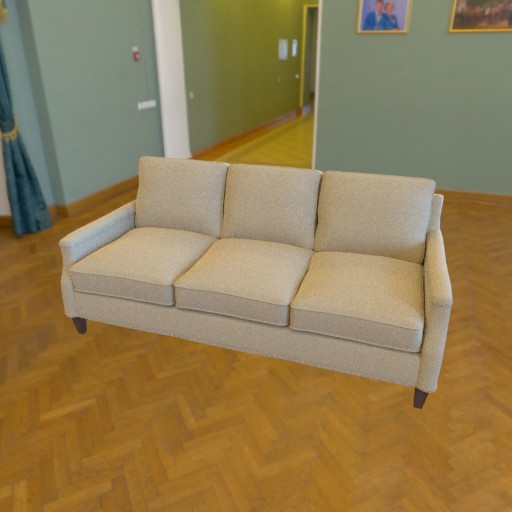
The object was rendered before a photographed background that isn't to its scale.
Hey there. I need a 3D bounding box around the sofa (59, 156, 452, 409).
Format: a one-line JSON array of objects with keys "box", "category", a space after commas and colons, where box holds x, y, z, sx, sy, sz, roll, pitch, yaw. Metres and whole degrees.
[{"box": [0.000, 0.000, 2.821, 2.246, 1.003, 1.084, 8, 26, 17], "category": "sofa"}]
